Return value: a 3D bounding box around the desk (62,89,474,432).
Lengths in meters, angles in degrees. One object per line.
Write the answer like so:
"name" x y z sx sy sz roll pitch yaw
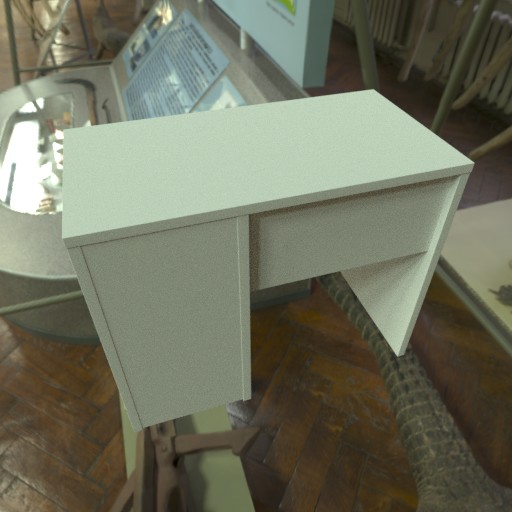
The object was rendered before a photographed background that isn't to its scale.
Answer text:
"desk" 0.000 0.000 1.325 0.898 0.730 0.482 -12 43 -13
